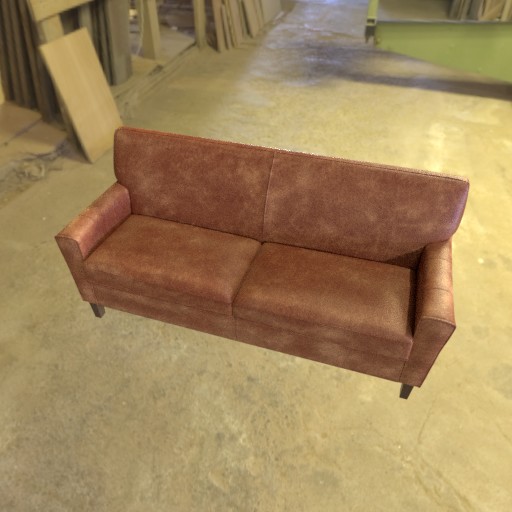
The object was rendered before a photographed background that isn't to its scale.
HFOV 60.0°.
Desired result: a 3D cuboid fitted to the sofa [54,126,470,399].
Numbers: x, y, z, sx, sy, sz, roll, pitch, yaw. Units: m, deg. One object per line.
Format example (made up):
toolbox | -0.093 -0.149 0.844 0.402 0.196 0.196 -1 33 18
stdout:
sofa | 0.000 0.000 2.505 2.053 0.947 0.805 12 42 13
